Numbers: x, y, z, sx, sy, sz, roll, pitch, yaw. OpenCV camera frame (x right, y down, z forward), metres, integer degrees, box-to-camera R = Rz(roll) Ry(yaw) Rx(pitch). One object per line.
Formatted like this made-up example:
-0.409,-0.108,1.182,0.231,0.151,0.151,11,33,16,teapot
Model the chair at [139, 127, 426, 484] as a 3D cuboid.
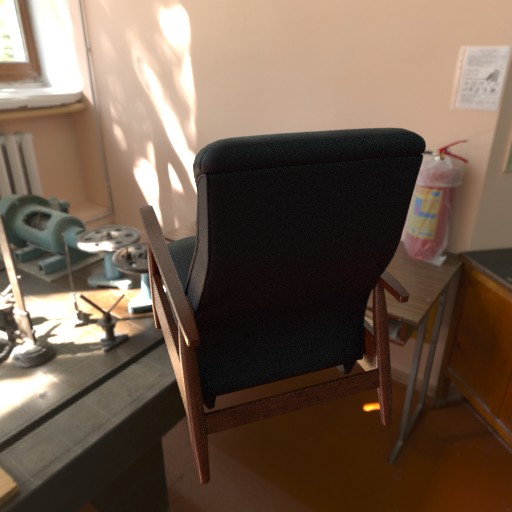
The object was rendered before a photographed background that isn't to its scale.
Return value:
0.000,0.000,1.727,0.762,1.082,1.014,-9,26,-18,chair
